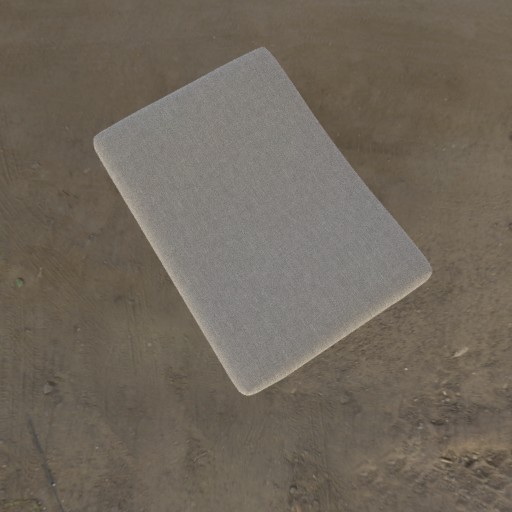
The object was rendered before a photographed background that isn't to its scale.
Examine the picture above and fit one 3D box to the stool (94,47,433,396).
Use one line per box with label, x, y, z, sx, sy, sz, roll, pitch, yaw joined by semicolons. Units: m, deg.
stool;0.000;0.000;0.981;0.356;0.660;0.508;-31;77;-8
